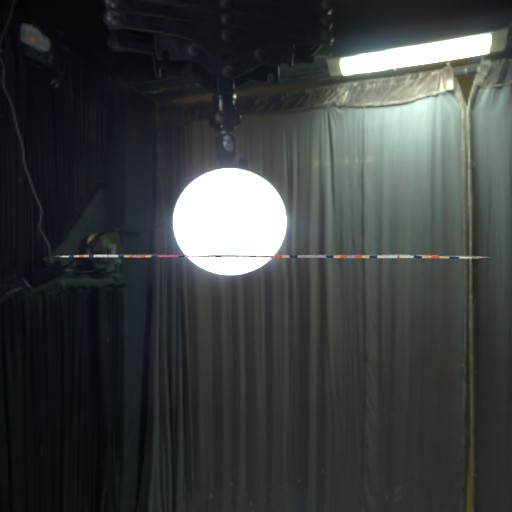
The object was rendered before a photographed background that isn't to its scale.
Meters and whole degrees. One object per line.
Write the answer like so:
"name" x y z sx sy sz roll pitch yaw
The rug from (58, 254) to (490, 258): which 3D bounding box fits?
"rug" 0.000 0.000 2.700 2.455 0.017 0.695 0 0 18
